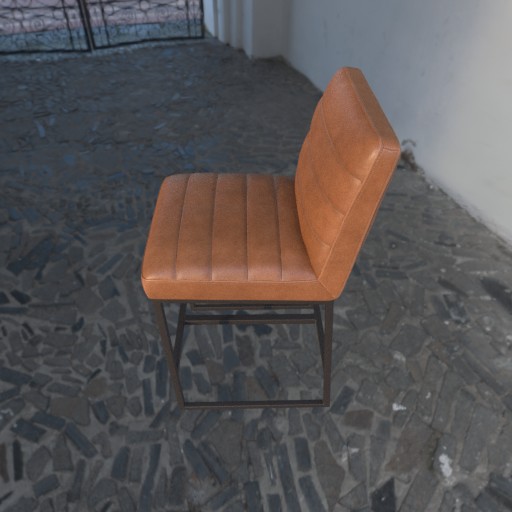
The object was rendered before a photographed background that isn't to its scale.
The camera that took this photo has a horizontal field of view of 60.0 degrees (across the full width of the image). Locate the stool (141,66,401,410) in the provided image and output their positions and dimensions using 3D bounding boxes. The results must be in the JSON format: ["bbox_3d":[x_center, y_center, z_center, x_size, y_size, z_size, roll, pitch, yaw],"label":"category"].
[{"bbox_3d":[0.000,0.000,1.281,0.556,0.940,0.458,-1,42,-1],"label":"stool"}]
